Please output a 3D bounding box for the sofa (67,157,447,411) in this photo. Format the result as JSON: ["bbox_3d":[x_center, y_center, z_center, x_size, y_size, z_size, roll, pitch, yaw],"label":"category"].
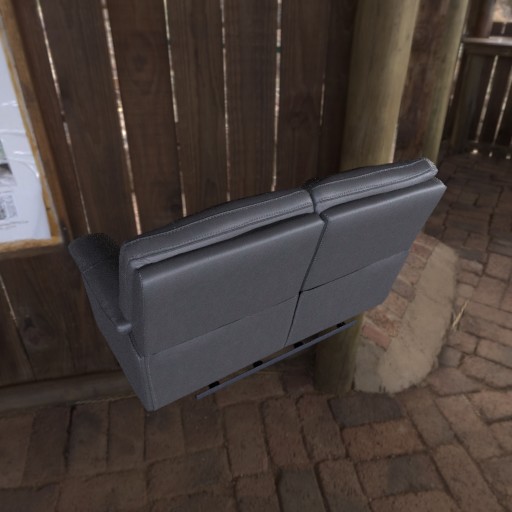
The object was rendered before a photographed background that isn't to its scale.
[{"bbox_3d":[0.000,0.000,2.447,1.765,1.111,1.104,-18,35,-28],"label":"sofa"}]
